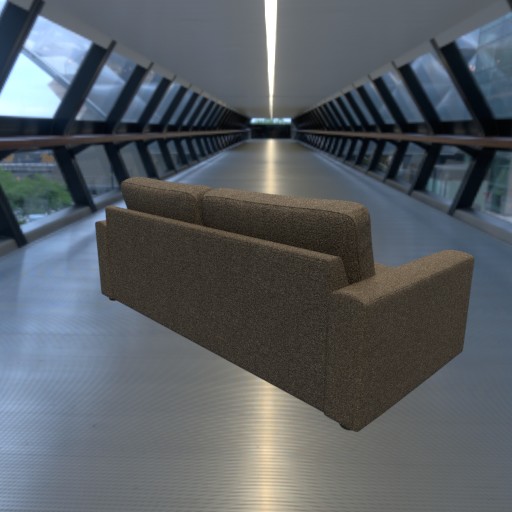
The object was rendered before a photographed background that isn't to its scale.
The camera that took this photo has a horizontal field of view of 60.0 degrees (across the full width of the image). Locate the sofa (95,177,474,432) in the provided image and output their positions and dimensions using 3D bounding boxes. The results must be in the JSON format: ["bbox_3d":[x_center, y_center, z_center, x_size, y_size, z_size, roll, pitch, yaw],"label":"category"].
[{"bbox_3d":[0.000,0.000,2.670,1.016,0.873,2.179,-14,20,-42],"label":"sofa"}]
